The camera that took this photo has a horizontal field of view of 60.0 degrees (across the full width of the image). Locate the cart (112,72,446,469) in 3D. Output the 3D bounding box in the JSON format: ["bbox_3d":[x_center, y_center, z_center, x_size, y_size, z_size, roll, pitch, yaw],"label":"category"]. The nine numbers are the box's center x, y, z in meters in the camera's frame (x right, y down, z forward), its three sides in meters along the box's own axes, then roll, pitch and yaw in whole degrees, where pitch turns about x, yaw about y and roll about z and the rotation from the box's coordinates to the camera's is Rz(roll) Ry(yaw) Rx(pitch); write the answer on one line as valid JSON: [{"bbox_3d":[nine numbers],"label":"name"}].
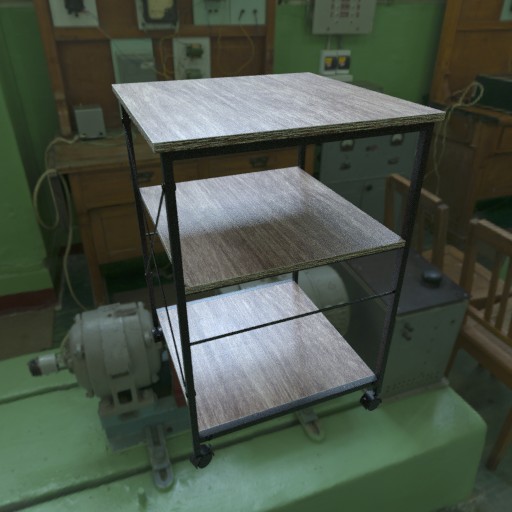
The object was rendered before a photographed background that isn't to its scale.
[{"bbox_3d":[0.000,0.000,1.105,0.520,0.762,0.521,-11,32,-19],"label":"cart"}]
